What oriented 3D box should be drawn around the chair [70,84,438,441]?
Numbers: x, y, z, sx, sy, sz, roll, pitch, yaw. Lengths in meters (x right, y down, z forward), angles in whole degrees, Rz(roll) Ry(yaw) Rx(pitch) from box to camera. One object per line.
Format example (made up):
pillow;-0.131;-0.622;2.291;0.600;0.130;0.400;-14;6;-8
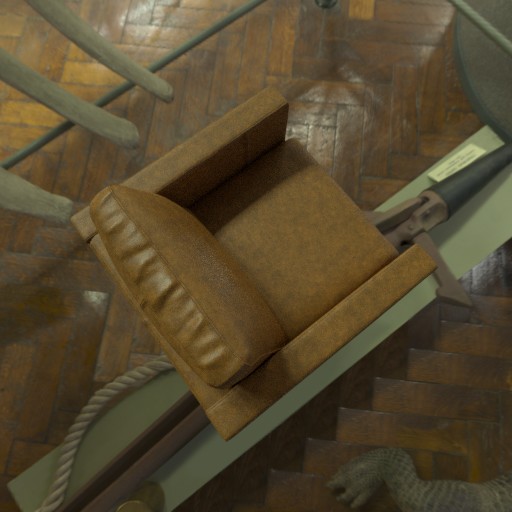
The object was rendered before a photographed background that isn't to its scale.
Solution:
chair;0.000;0.000;1.667;0.909;0.956;0.890;-37;77;-10
